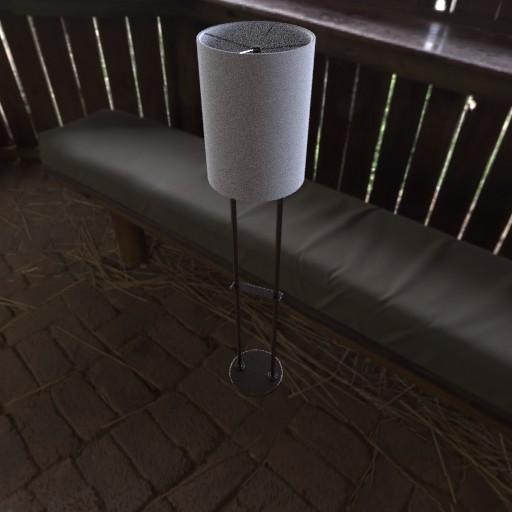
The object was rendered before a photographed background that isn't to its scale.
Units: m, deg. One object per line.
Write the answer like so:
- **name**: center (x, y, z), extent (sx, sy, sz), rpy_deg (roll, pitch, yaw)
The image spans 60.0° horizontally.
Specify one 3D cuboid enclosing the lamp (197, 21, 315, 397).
- **lamp**: center (0.000, 0.000, 1.634), extent (0.306, 1.500, 0.305), rpy_deg (13, 43, 15)
